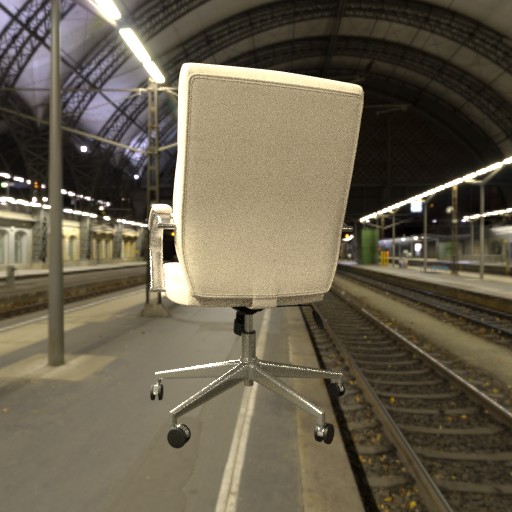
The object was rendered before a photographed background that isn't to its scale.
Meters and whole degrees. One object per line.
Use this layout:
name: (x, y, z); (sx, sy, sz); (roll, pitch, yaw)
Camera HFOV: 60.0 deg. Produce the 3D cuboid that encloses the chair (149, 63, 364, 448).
chair: (0.000, 0.000, 1.599); (0.727, 1.099, 0.745); (0, 1, -18)
